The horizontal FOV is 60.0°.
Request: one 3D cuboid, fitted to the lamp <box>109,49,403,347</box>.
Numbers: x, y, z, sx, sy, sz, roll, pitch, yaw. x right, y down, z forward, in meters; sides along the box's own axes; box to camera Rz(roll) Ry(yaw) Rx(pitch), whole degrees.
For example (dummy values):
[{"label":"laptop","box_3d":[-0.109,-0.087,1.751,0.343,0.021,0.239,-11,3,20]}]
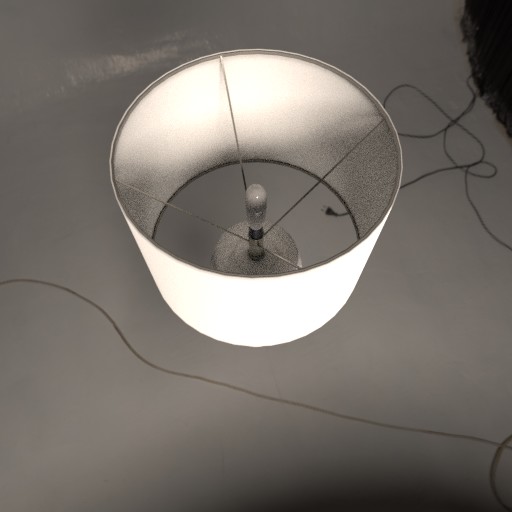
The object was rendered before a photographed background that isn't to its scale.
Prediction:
[{"label":"lamp","box_3d":[0.000,0.000,0.690,0.310,0.502,0.310,0,63,0]}]
